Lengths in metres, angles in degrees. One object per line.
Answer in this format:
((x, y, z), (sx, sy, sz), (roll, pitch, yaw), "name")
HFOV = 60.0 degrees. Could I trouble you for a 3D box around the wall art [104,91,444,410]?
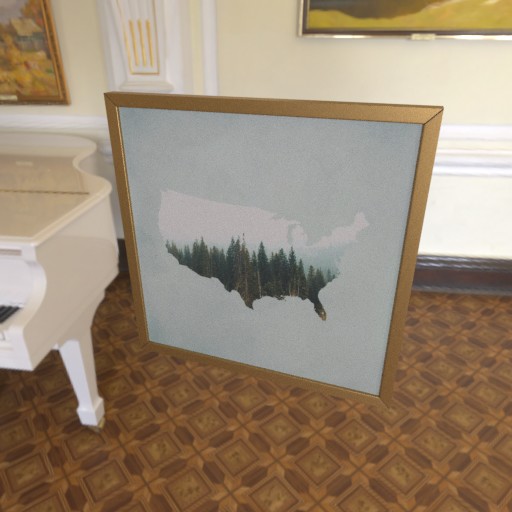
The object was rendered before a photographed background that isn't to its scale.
((0.000, 0.000, 1.132), (0.762, 0.762, 0.038), (9, 28, 18), "wall art")
